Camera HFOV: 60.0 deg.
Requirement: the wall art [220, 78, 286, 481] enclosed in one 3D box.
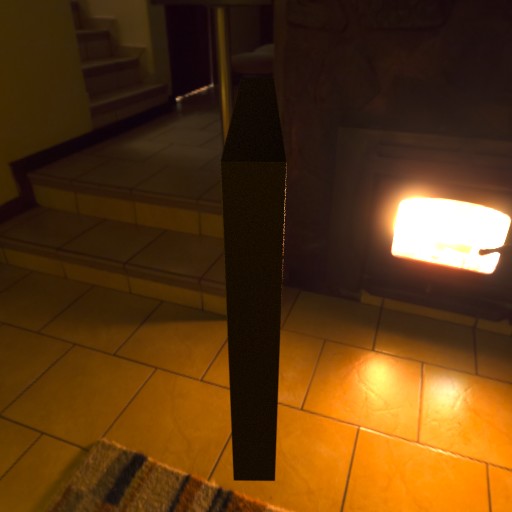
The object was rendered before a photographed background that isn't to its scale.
[{"bbox_3d":[0.000,0.000,0.464,0.038,0.304,0.304,0,30,1],"label":"wall art"}]
